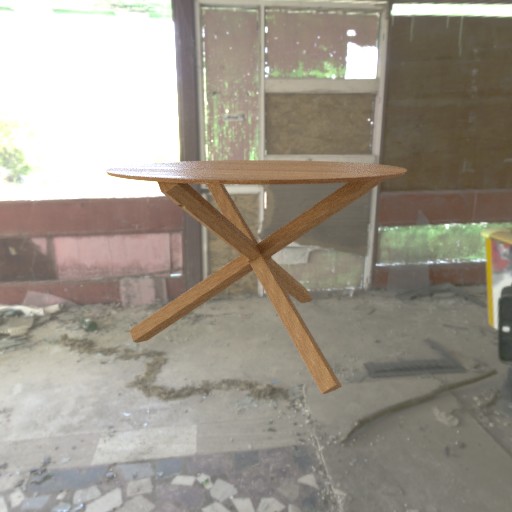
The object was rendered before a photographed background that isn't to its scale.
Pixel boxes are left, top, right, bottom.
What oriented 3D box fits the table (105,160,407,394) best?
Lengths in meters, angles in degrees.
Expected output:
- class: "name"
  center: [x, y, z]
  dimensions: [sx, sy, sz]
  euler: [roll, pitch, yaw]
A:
- class: "table"
  center: [0.000, 0.000, 1.687]
  dimensions: [1.038, 0.666, 1.038]
  euler: [0, 15, 0]
